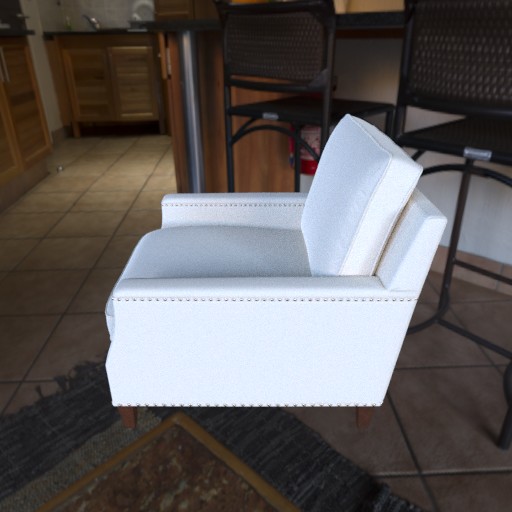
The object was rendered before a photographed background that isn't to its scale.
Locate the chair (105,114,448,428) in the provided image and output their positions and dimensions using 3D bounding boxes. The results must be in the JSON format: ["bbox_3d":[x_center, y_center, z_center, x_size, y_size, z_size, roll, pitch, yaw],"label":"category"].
[{"bbox_3d":[0.000,0.000,1.685,1.014,0.943,0.853,0,27,0],"label":"chair"}]
